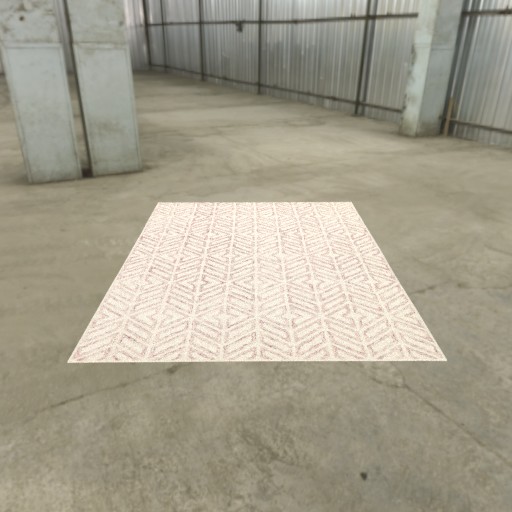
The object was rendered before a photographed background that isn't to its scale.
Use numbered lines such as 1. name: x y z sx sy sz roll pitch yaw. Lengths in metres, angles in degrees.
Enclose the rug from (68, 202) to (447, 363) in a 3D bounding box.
1. rug: 0.000 0.000 4.187 2.421 0.008 3.045 0 26 0
